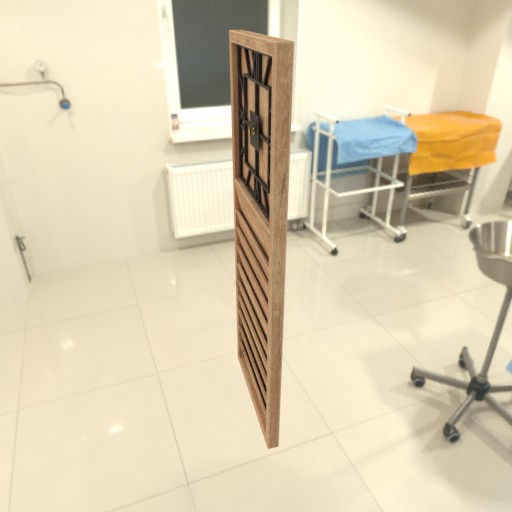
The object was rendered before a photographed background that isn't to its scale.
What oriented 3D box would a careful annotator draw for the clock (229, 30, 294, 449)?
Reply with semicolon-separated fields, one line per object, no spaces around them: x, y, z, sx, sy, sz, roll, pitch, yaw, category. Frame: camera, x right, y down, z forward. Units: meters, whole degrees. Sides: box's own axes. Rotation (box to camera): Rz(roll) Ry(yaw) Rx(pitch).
0.000;0.000;1.079;0.030;0.965;0.361;-7;31;-13;clock
